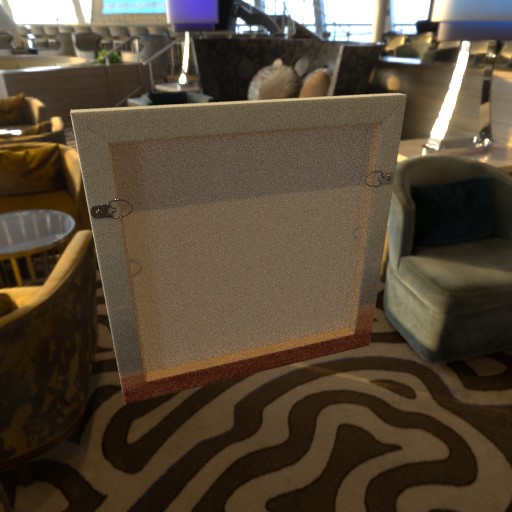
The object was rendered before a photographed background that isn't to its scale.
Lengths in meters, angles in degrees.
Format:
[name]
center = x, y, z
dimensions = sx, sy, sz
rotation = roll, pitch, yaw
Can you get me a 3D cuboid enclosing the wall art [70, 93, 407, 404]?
[wall art]
center = 0.000, 0.000, 0.910
dimensions = 0.605, 0.605, 0.034
rotation = -9, 29, -17
